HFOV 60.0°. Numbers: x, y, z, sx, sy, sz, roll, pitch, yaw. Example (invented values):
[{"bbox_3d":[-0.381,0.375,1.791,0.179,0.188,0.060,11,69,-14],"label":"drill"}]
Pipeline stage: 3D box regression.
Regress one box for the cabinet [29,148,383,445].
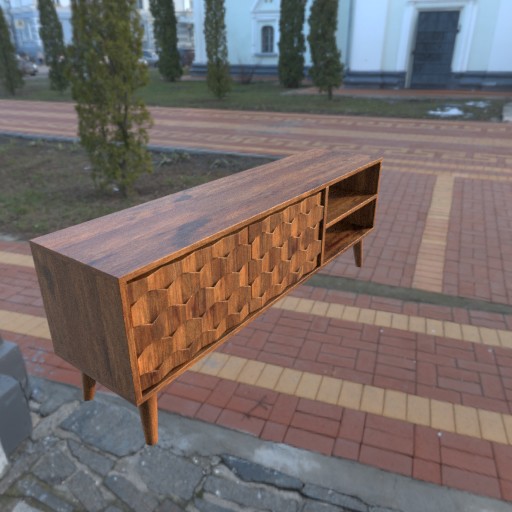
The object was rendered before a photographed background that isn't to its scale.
[{"bbox_3d":[0.000,0.000,1.655,0.349,0.528,1.448,17,30,32],"label":"cabinet"}]
